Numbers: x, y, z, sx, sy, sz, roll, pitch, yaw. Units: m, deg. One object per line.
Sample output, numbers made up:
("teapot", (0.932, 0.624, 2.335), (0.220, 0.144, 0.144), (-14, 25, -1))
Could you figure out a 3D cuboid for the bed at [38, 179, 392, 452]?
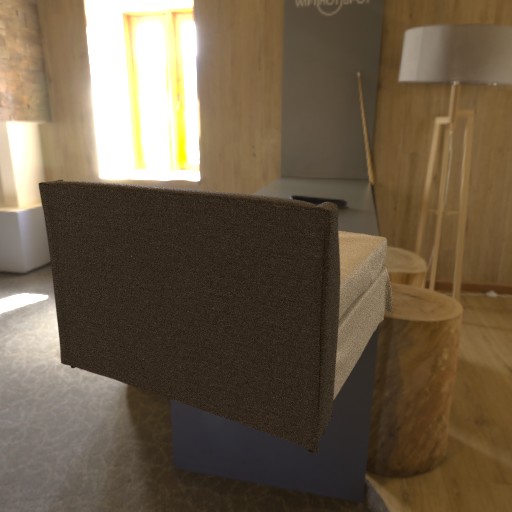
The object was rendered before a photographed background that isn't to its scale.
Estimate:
("bed", (0.000, 0.000, 3.473), (1.925, 1.332, 2.276), (9, 19, 26))
